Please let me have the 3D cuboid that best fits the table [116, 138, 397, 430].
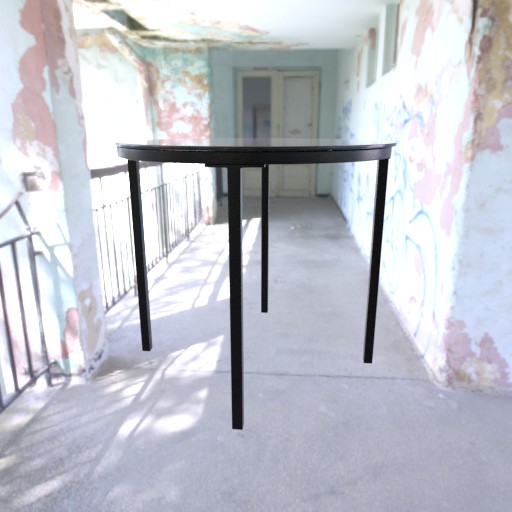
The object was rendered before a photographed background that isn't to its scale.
[{"bbox_3d":[0.000,0.000,0.883,0.499,0.443,0.499,0,16,0],"label":"table"}]
